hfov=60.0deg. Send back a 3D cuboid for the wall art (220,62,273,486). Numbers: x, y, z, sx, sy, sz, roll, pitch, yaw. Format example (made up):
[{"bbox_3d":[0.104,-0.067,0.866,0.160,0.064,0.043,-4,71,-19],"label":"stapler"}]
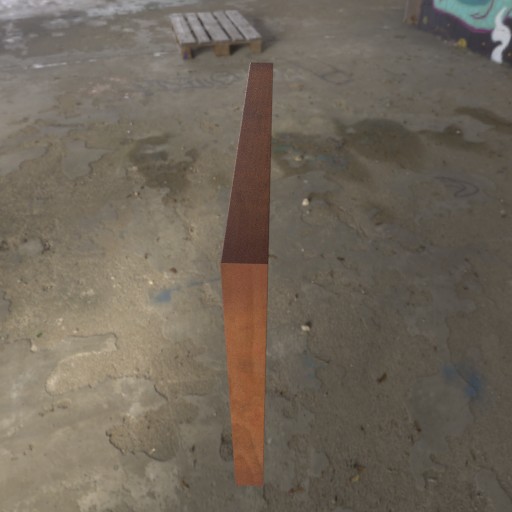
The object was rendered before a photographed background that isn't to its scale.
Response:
[{"bbox_3d":[0.000,0.000,0.538,0.030,0.328,0.401,1,40,2],"label":"wall art"}]
